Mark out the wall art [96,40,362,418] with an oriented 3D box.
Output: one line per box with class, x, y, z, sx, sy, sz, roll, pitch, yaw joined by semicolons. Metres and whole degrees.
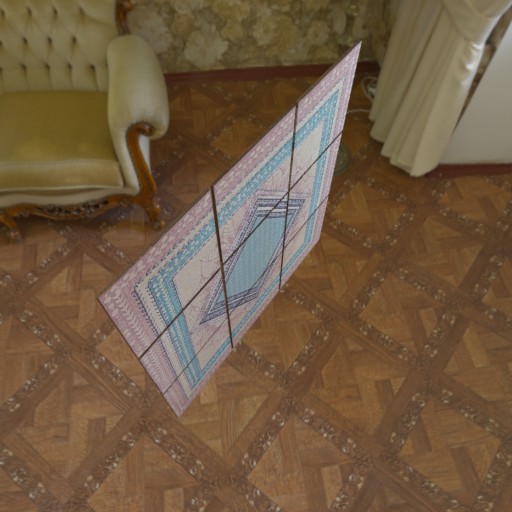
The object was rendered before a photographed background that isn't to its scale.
wall art;0.000;0.000;2.224;0.014;1.525;1.527;32;63;18
